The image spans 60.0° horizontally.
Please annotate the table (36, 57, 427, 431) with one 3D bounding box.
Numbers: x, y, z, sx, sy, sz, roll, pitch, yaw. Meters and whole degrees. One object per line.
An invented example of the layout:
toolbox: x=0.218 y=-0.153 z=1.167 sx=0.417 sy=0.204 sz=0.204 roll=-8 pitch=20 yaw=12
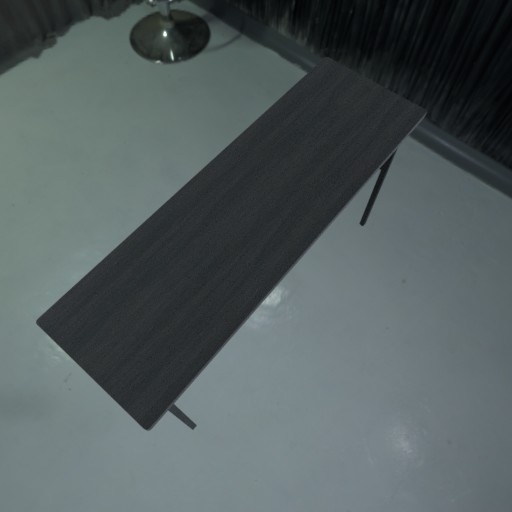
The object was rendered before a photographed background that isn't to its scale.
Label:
table: x=0.000 y=0.000 z=1.751 sx=0.449 sy=0.750 sz=1.399 roll=36 pitch=69 yaw=17
